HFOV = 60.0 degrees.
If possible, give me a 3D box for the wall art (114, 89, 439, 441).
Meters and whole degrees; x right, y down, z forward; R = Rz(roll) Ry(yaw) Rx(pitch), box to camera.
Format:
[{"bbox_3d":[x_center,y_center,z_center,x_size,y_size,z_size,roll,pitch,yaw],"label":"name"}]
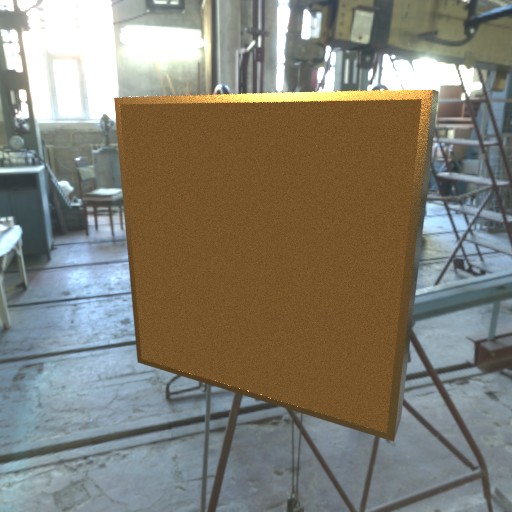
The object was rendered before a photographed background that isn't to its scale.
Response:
[{"bbox_3d":[0.000,0.000,0.445,0.304,0.304,0.038,9,19,26],"label":"wall art"}]
